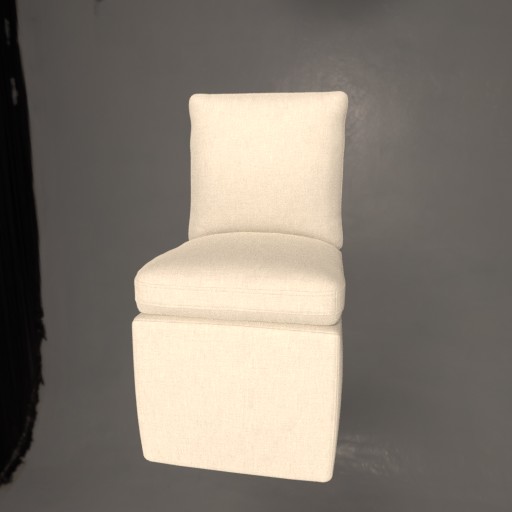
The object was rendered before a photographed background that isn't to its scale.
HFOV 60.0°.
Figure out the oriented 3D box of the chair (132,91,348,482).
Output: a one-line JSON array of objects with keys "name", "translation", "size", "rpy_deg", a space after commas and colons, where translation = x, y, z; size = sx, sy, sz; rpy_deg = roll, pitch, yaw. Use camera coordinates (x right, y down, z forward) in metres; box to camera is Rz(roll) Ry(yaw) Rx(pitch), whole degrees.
[{"name": "chair", "translation": [0.000, 0.000, 1.276], "size": [0.503, 0.927, 0.698], "rpy_deg": [2, 15, 9]}]
